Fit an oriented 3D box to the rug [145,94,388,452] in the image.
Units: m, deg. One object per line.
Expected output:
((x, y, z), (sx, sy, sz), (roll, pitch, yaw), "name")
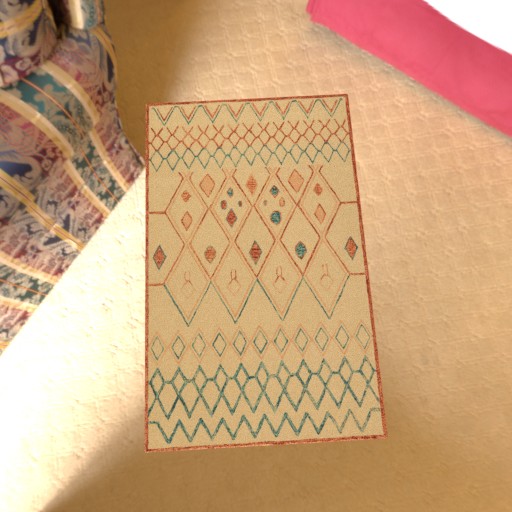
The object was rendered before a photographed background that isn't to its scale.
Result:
((0.000, 0.000, 3.056), (1.524, 0.015, 2.438), (-3, 77, -1), "rug")
